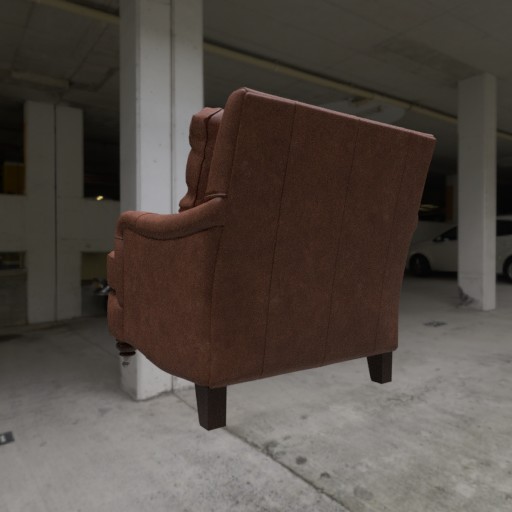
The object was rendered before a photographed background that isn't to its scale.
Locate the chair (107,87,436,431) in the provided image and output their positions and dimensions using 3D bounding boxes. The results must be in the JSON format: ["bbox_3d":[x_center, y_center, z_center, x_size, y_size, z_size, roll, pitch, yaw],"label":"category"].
[{"bbox_3d":[0.000,0.000,1.901,0.986,1.055,1.158,-1,1,-35],"label":"chair"}]
